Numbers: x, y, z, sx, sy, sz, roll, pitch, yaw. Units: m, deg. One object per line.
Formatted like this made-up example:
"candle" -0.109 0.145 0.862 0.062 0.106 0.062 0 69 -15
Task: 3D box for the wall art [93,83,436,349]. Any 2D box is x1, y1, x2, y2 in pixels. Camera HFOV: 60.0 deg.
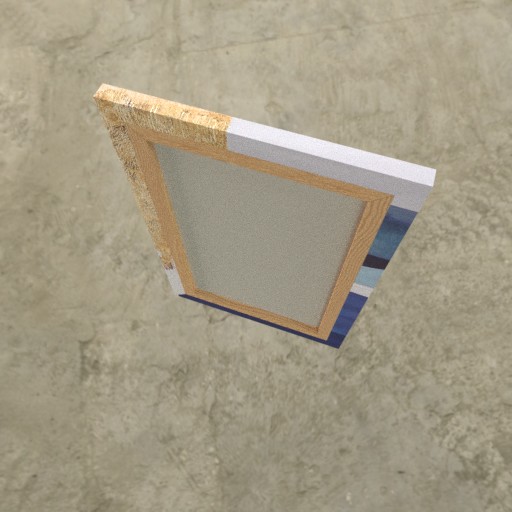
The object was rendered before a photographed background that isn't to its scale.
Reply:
"wall art" 0.000 0.000 1.160 0.607 0.911 0.039 17 63 9
